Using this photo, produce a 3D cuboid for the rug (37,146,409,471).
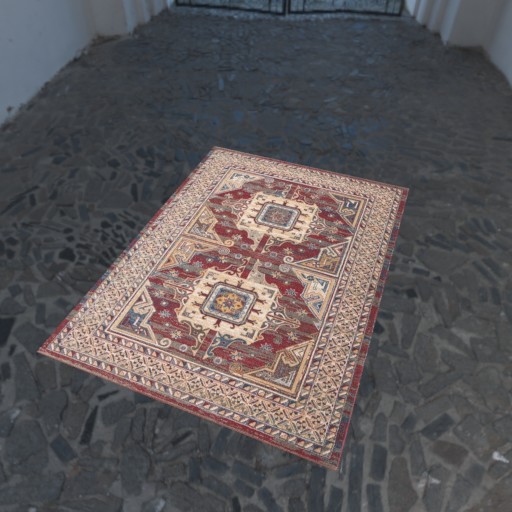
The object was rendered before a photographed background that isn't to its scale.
[{"bbox_3d":[0.000,0.000,4.169,2.381,0.013,3.197,16,47,15],"label":"rug"}]
